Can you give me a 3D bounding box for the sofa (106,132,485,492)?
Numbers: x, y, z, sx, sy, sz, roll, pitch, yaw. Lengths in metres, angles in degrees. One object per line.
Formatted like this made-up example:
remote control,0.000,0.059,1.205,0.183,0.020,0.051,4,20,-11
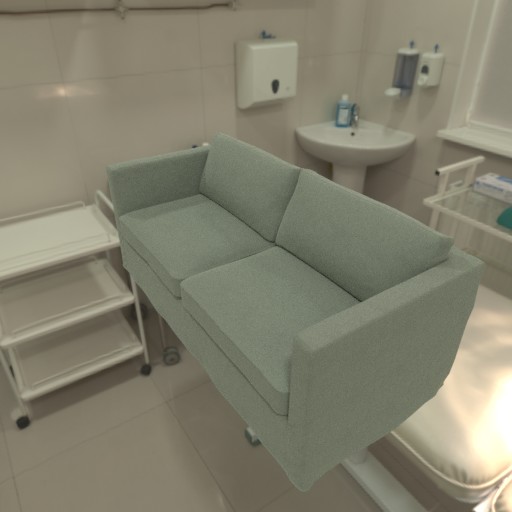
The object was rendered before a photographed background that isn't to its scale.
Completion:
sofa,0.000,0.000,2.399,0.940,0.870,1.987,-20,37,-29
